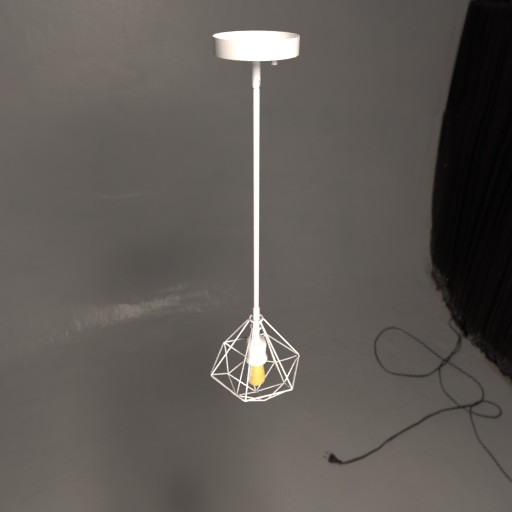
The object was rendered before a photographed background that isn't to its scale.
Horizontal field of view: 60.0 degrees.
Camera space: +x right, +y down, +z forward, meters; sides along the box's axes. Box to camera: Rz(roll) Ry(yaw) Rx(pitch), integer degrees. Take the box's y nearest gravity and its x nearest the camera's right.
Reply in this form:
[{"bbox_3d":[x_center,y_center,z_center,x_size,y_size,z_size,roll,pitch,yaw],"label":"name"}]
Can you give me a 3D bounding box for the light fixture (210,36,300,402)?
[{"bbox_3d":[0.000,0.000,1.970,0.487,1.764,0.431,-9,33,-15],"label":"light fixture"}]
